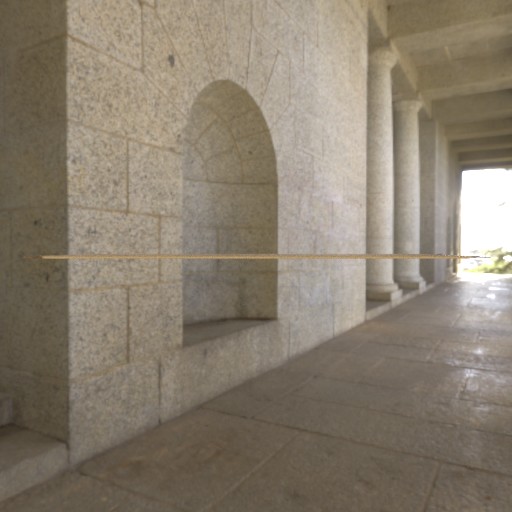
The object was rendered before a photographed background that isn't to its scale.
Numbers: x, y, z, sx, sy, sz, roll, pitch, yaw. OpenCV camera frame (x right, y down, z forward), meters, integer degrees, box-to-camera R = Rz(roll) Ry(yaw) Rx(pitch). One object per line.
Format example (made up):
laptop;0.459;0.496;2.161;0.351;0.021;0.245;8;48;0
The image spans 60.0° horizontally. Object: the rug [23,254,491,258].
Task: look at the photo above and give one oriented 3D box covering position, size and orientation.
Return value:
rug;0.000;0.000;2.655;2.438;0.021;0.729;0;1;0
